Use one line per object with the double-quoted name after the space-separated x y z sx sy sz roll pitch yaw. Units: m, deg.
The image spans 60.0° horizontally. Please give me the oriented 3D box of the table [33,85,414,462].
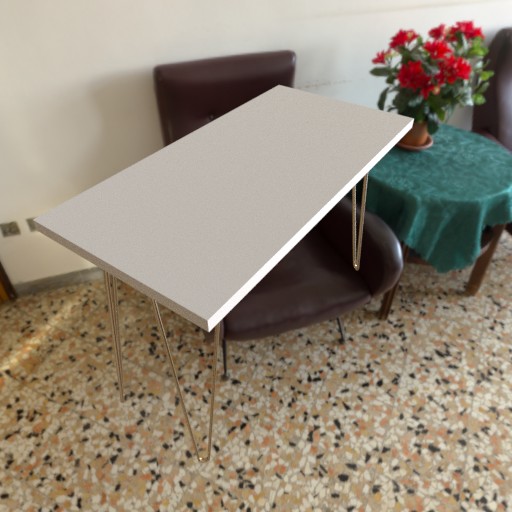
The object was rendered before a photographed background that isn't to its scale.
0.000 0.000 1.379 0.498 0.660 0.991 25 47 26 "table"
